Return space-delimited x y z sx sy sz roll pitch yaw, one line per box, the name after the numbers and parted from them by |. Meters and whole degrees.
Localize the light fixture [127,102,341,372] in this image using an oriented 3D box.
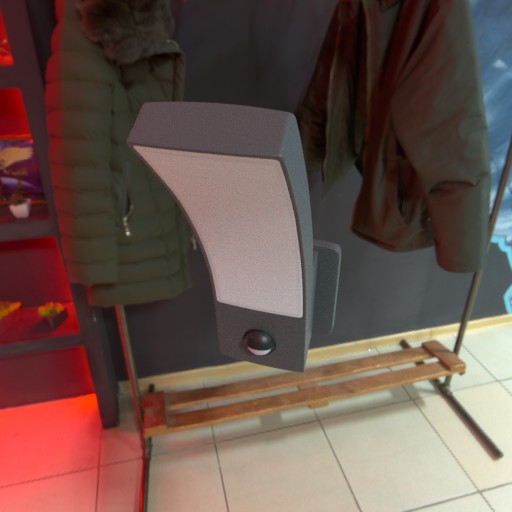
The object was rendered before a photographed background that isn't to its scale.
0.000 0.000 0.332 0.108 0.243 0.174 9 31 16 | light fixture
